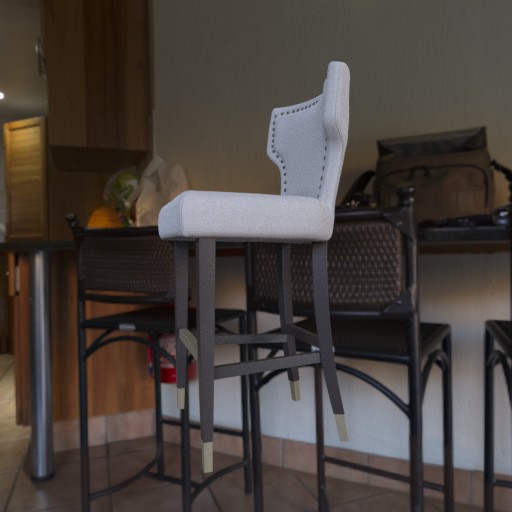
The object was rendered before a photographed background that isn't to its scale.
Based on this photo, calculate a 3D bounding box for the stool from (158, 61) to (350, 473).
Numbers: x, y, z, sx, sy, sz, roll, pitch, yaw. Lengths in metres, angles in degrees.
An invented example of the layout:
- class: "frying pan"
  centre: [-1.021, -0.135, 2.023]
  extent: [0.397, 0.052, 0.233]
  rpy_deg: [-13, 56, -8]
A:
- class: "stool"
  centre: [0.000, 0.000, 1.409]
  extent: [0.563, 1.092, 0.526]
  rpy_deg: [0, 1, -18]
